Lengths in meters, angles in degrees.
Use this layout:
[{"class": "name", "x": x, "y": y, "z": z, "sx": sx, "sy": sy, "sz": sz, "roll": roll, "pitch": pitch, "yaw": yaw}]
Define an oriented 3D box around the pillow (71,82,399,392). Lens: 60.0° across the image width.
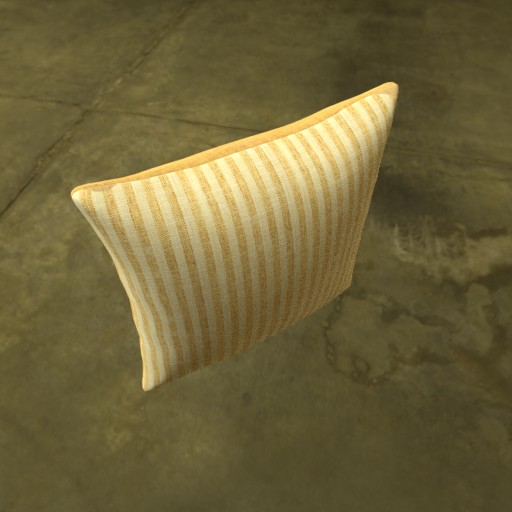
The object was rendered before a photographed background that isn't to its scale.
[{"class": "pillow", "x": 0.000, "y": 0.000, "z": 0.632, "sx": 0.419, "sy": 0.407, "sz": 0.173, "roll": -24, "pitch": 52, "yaw": -20}]
